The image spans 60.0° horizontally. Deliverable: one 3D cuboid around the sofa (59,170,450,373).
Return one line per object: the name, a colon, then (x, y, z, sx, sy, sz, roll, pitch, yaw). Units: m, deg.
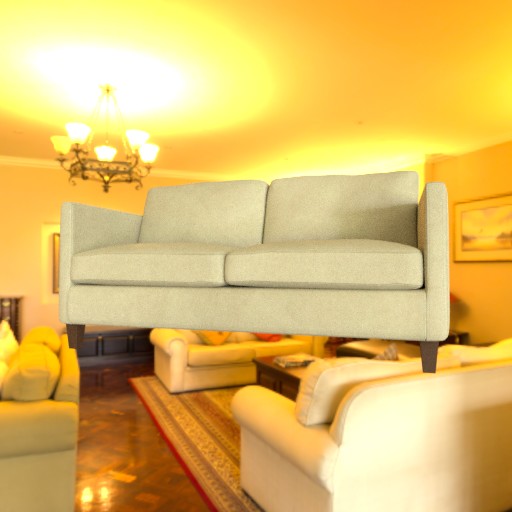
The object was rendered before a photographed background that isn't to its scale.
sofa: (0.000, 0.000, 2.391, 1.846, 0.940, 0.950, 0, -1, 18)
